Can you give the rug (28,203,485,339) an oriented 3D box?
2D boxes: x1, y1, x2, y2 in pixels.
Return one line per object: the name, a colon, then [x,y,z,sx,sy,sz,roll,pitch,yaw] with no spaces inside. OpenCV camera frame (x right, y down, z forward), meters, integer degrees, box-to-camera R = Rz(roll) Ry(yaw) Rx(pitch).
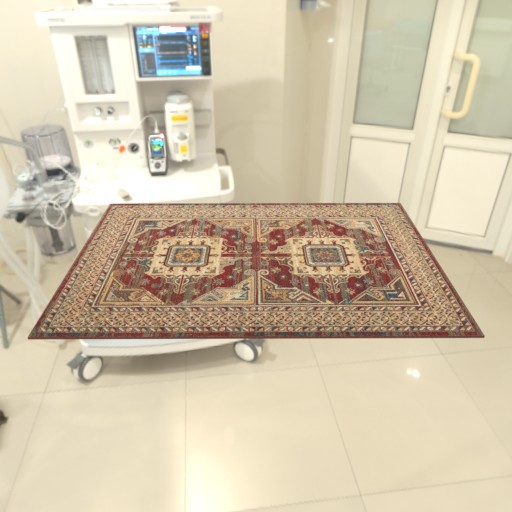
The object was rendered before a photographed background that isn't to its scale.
rug: [0.000,0.000,5.715,4.578,0.033,3.033,0,33,0]
